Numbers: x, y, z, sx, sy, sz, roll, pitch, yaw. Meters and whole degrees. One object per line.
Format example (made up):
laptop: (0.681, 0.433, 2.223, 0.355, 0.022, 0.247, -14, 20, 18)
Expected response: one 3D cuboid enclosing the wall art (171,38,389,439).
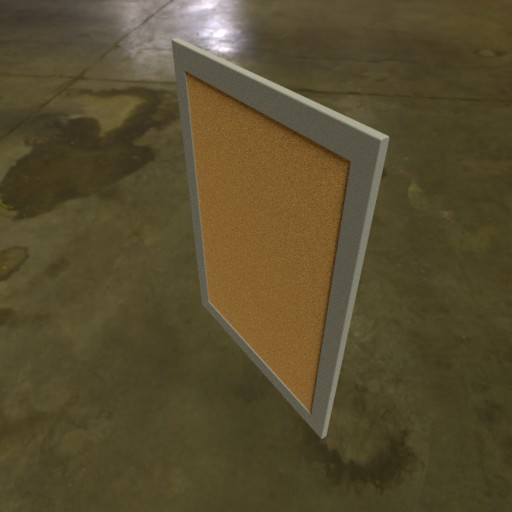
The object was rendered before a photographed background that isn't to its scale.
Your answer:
wall art: (0.000, 0.000, 0.667, 0.012, 0.529, 0.374, -26, 47, -27)
